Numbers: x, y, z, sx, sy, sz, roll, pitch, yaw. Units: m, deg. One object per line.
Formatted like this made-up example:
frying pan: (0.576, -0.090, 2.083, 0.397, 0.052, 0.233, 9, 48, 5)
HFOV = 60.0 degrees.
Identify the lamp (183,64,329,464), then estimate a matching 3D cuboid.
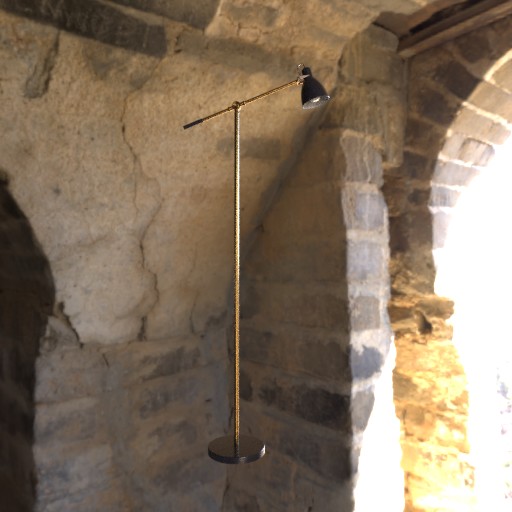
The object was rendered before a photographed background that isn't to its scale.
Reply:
lamp: (0.000, 0.000, 1.860, 0.618, 1.628, 0.235, 0, -1, 1)
